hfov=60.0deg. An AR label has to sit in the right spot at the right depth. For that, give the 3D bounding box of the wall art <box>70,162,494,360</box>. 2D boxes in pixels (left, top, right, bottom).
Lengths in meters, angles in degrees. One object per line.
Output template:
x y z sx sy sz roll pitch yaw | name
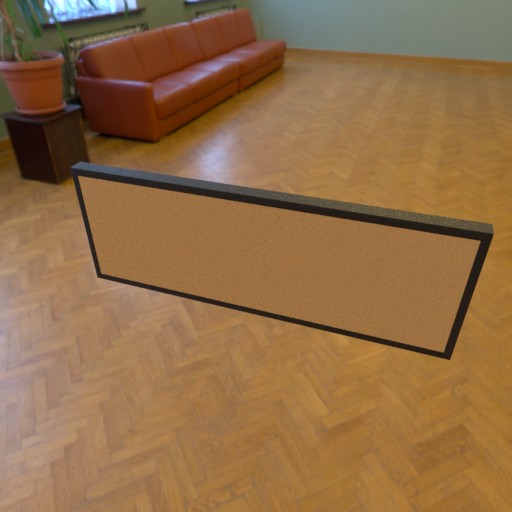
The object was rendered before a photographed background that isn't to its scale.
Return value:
0.000 0.000 0.961 0.860 0.303 0.037 11 35 16 | wall art
